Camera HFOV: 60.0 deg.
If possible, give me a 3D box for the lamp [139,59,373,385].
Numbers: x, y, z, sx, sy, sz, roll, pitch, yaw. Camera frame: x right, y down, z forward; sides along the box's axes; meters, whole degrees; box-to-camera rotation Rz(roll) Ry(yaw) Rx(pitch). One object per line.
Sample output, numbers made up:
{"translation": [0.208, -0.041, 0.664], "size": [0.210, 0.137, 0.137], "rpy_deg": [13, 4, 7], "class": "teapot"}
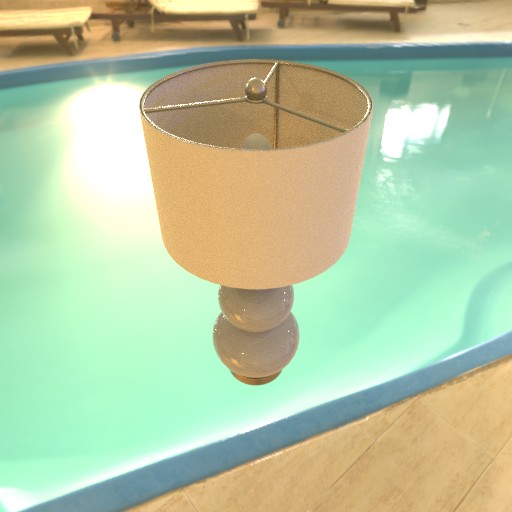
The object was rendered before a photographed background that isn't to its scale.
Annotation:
{"translation": [0.000, 0.000, 0.928], "size": [0.367, 0.730, 0.367], "rpy_deg": [-25, 47, -26], "class": "lamp"}
